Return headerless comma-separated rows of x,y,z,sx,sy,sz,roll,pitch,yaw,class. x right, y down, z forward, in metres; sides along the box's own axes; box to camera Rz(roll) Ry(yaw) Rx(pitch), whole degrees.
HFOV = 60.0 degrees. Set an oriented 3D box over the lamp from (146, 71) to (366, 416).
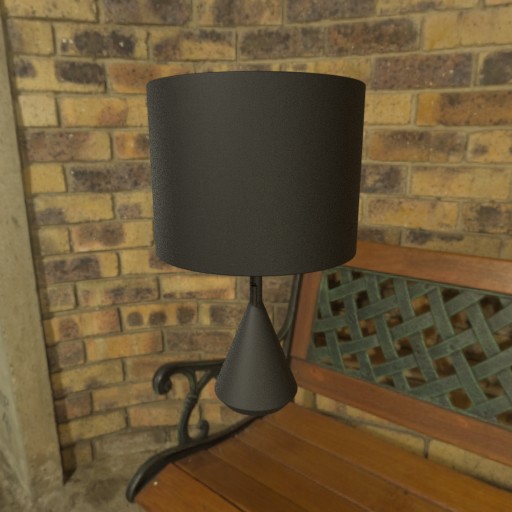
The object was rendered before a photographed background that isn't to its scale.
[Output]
0.000,0.000,0.816,0.359,0.584,0.359,2,15,8,lamp
